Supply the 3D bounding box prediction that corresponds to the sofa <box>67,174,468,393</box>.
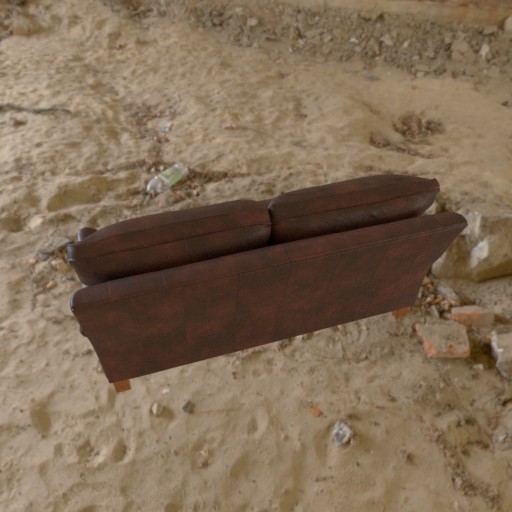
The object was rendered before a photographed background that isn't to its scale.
[{"bbox_3d":[0.000,0.000,2.825,2.144,1.071,1.147,-12,43,-13],"label":"sofa"}]
